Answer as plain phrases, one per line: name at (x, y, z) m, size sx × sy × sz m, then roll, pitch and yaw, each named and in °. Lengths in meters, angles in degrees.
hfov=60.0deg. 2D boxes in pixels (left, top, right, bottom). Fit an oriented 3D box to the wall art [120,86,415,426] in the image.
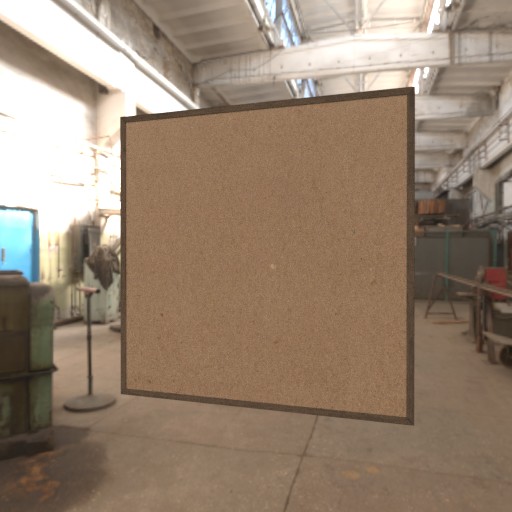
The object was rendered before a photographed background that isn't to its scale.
wall art at (0.000, 0.000, 0.756) m, size 0.508 × 0.508 × 0.038 m, roll 0°, pitch 0°, yaw 17°
